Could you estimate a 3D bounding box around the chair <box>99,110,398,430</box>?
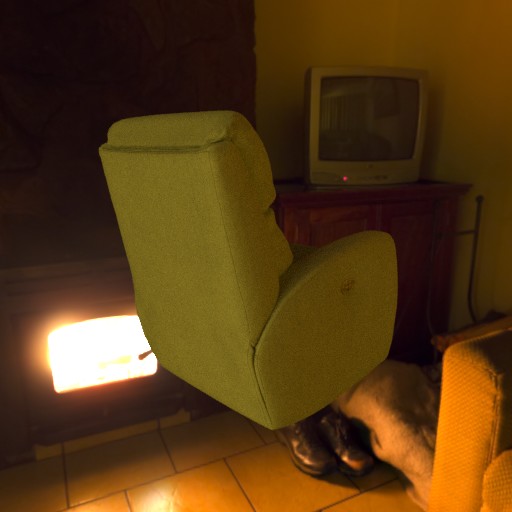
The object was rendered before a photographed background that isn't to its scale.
[{"bbox_3d":[0.000,0.000,1.703,0.794,1.016,0.940,14,20,43],"label":"chair"}]
